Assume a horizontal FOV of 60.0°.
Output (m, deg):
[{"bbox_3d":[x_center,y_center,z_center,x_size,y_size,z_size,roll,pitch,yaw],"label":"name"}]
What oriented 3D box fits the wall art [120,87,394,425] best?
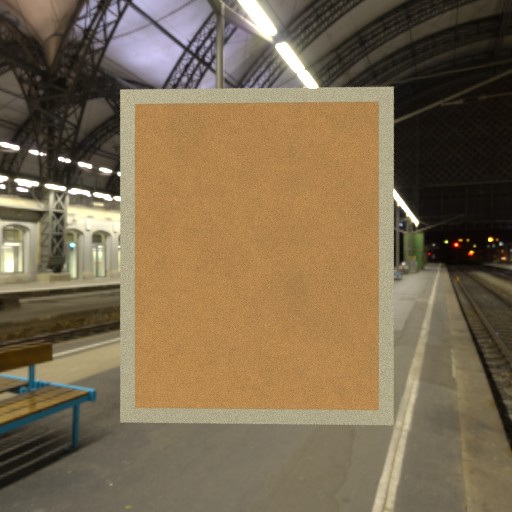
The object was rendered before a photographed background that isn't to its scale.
[{"bbox_3d":[0.000,0.000,1.085,0.661,0.811,0.026,0,0,2],"label":"wall art"}]
